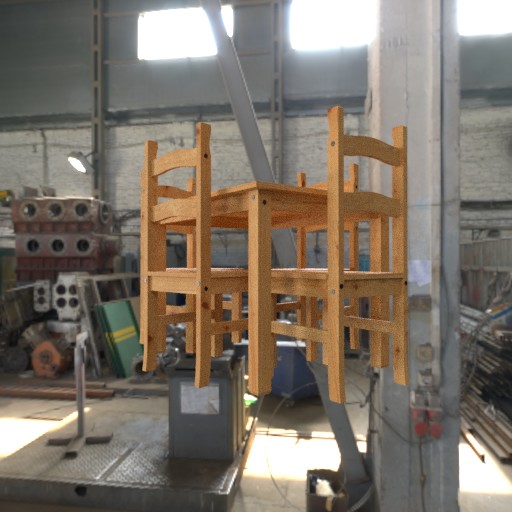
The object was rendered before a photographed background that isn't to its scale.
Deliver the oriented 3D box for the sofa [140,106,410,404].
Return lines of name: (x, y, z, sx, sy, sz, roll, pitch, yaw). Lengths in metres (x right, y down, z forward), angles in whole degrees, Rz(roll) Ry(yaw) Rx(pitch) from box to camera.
sofa: (0.000, 0.000, 2.223, 1.144, 1.000, 1.529, 0, -1, -36)
